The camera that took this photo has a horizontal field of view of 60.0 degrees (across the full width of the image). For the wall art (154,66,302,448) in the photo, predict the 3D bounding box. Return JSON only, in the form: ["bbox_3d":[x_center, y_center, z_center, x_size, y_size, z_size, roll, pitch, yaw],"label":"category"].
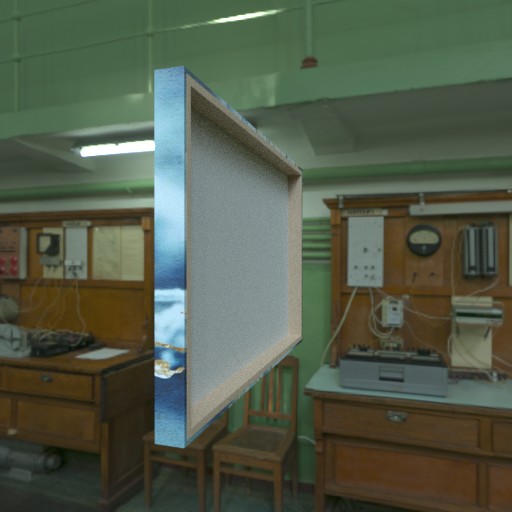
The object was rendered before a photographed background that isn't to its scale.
[{"bbox_3d":[0.000,0.000,0.764,0.036,0.405,0.607,0,0,18],"label":"wall art"}]
